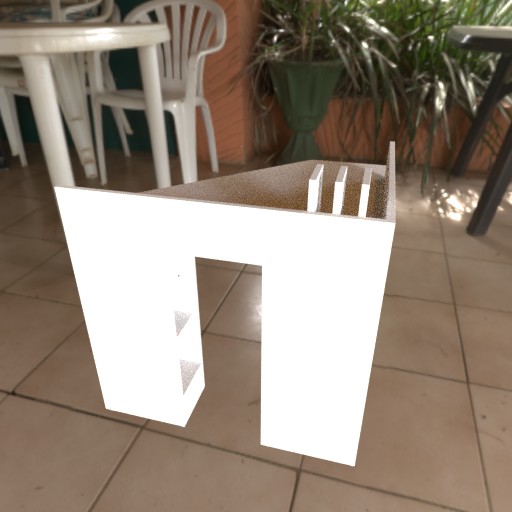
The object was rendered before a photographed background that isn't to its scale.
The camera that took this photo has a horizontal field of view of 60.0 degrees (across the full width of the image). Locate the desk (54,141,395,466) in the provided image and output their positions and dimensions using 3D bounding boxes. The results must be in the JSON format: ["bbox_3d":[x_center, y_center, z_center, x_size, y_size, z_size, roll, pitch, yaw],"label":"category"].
[{"bbox_3d":[0.000,0.000,1.755,0.940,0.986,0.940,8,30,13],"label":"desk"}]
